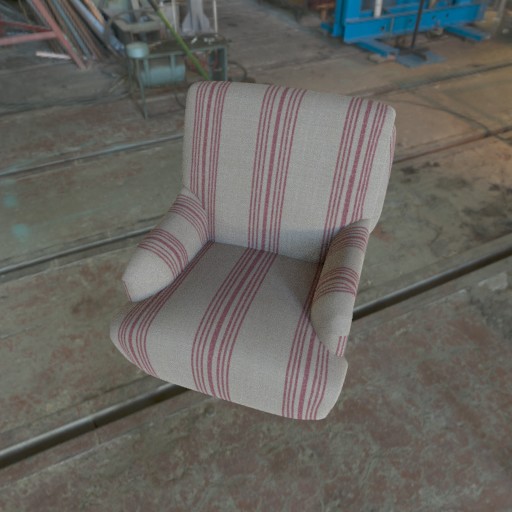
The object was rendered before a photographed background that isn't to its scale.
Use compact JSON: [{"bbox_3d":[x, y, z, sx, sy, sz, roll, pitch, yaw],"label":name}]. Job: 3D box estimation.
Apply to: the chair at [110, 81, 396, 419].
[{"bbox_3d":[0.000,0.000,1.875,0.933,1.123,1.058,12,43,13],"label":"chair"}]
